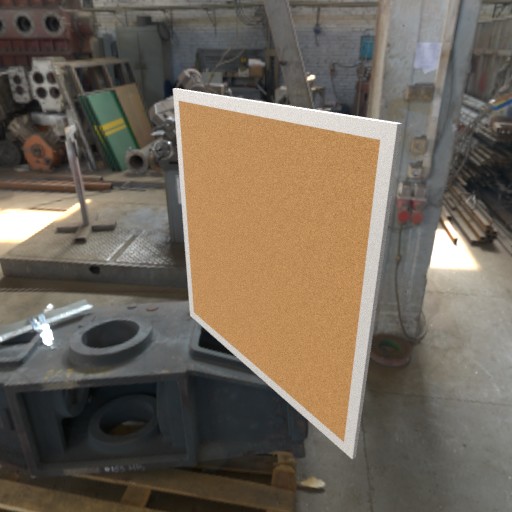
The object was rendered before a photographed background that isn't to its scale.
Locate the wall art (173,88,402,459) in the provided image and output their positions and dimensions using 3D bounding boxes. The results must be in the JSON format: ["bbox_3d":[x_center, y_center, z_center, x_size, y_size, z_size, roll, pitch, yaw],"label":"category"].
[{"bbox_3d":[0.000,0.000,0.842,0.009,0.559,0.558,-18,31,-33],"label":"wall art"}]
